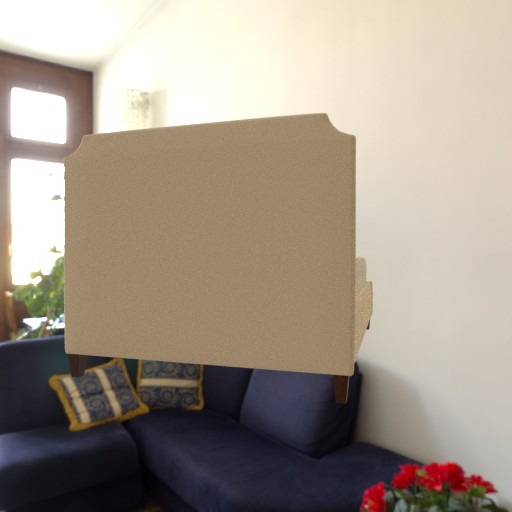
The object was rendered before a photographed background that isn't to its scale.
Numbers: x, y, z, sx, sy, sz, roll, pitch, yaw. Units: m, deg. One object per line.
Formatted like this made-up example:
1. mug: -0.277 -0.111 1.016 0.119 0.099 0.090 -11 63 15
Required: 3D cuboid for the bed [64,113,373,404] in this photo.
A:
1. bed: 0.000 0.000 3.488 1.712 1.443 2.365 0 0 17
